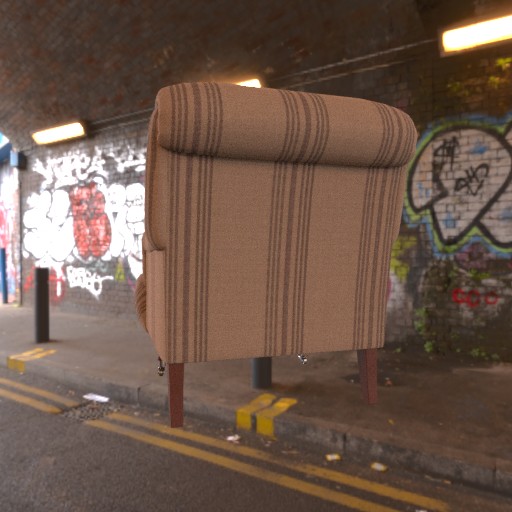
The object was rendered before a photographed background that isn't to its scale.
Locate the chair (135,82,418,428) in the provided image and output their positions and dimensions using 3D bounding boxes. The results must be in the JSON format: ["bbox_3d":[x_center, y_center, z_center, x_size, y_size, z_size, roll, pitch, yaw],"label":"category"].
[{"bbox_3d":[0.000,0.000,1.587,0.813,0.940,0.914,0,1,-18],"label":"chair"}]
